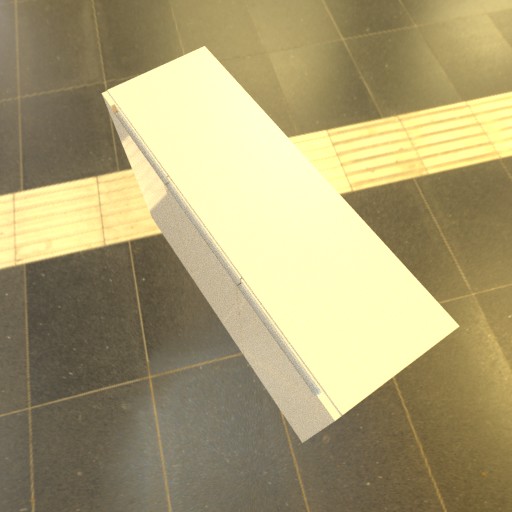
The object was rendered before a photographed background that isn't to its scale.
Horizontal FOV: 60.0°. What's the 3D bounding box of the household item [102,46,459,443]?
[{"bbox_3d":[0.000,0.000,1.747,0.420,0.867,1.300,-31,68,-14],"label":"household item"}]
